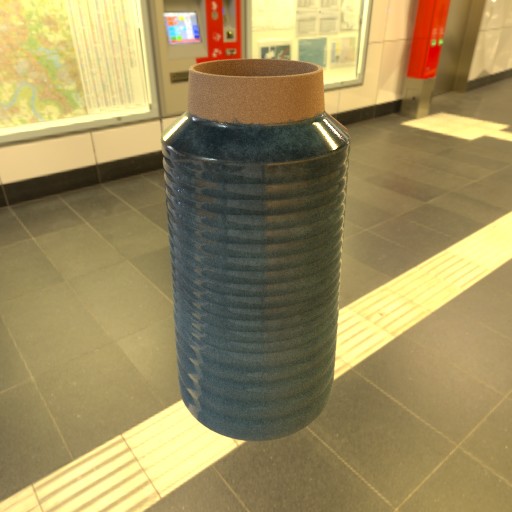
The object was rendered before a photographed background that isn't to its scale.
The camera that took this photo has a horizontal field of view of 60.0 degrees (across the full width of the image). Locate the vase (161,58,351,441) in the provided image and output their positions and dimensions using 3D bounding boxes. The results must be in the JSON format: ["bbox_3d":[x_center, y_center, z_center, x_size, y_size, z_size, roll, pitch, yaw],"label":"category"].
[{"bbox_3d":[0.000,0.000,0.399,0.163,0.316,0.163,0,31,0],"label":"vase"}]
